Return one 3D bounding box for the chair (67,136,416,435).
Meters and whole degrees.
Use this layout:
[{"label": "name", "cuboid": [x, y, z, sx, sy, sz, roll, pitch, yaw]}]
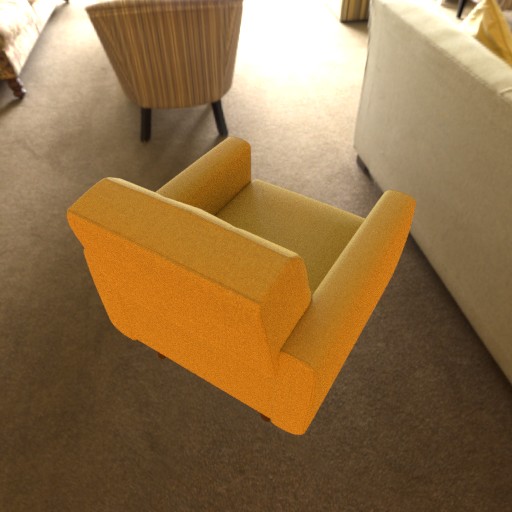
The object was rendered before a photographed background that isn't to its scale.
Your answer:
[{"label": "chair", "cuboid": [0.000, 0.000, 1.554, 0.831, 0.841, 0.909, 24, 50, 22]}]
